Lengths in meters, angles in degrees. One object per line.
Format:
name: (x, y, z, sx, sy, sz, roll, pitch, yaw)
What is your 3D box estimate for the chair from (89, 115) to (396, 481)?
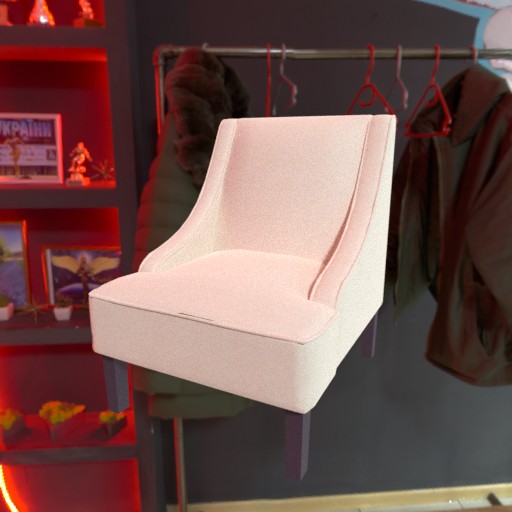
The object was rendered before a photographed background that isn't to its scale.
chair: (0.000, 0.000, 1.423, 0.689, 0.886, 0.806, 8, 16, 27)
